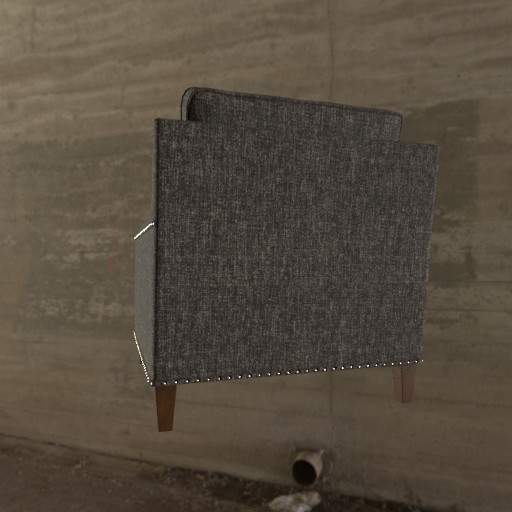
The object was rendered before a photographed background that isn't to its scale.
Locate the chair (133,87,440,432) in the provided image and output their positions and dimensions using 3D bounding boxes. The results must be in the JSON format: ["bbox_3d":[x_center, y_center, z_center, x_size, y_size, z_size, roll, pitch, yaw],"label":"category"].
[{"bbox_3d":[0.000,0.000,1.674,0.853,0.943,1.014,0,0,-18],"label":"chair"}]
